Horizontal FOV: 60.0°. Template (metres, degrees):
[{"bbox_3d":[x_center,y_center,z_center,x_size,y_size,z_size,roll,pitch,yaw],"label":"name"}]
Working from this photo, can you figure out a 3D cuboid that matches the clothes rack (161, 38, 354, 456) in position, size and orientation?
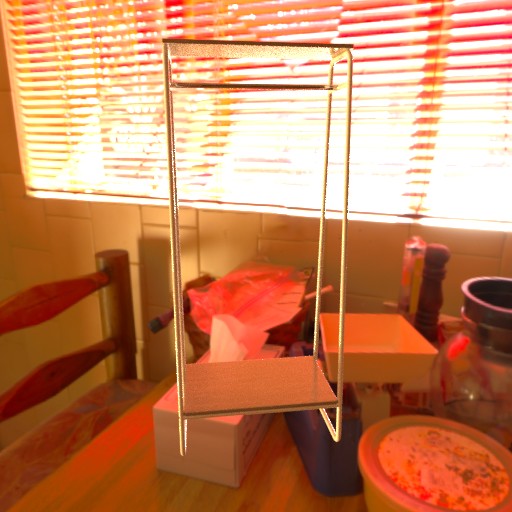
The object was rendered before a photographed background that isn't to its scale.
[{"bbox_3d":[0.000,0.000,1.751,0.640,1.512,0.400,-2,15,-8],"label":"clothes rack"}]
